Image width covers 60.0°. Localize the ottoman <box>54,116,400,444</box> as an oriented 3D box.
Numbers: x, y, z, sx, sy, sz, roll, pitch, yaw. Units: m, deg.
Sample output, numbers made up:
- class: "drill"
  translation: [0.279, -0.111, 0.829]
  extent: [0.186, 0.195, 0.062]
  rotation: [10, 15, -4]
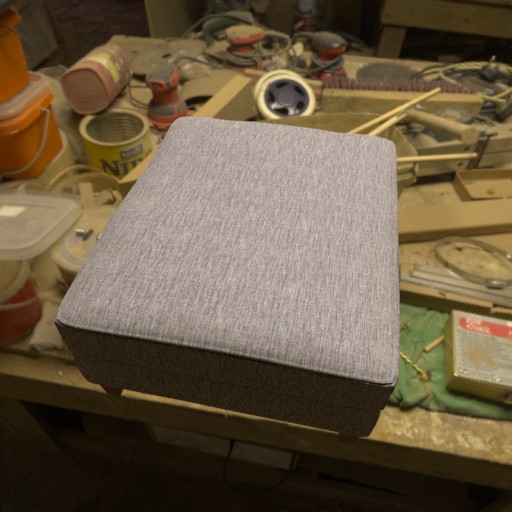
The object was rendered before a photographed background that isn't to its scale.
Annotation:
- class: "ottoman"
  translation: [0.000, 0.000, 1.465]
  extent: [0.839, 0.492, 0.994]
  rotation: [9, 48, 8]
